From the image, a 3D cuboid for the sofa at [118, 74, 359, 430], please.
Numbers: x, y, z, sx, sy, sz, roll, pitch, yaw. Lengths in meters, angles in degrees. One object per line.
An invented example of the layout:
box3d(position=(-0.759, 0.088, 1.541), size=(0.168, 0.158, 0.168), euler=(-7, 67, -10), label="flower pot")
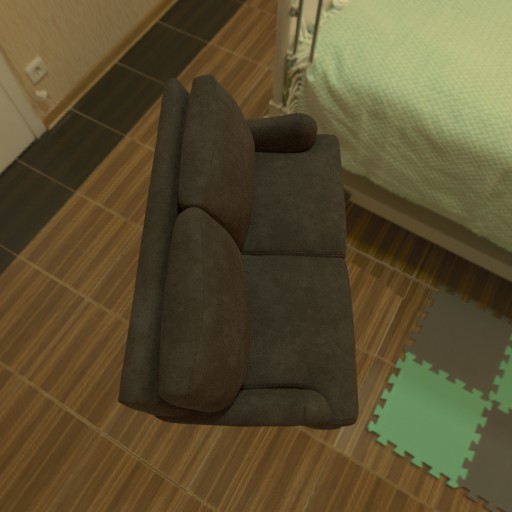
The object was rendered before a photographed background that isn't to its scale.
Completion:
box3d(position=(0.000, 0.000, 2.553), size=(1.084, 1.101, 1.853), euler=(1, 65, 1), label="sofa")
